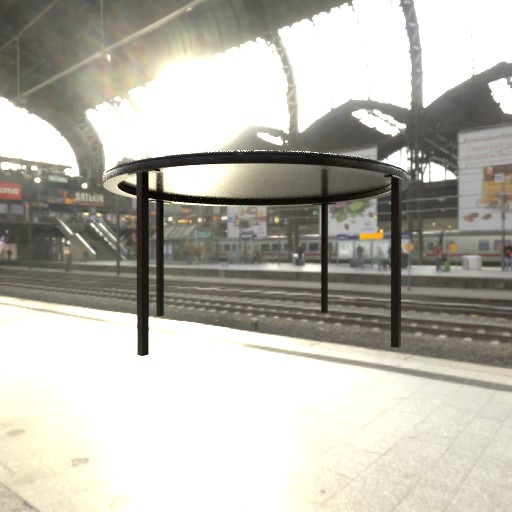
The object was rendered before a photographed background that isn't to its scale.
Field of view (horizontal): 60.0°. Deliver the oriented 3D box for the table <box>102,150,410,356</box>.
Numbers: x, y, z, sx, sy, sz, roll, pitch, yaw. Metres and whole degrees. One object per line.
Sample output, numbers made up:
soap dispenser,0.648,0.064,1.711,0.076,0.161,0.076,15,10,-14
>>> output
table,0.000,0.000,1.222,0.800,0.400,0.800,0,1,0
